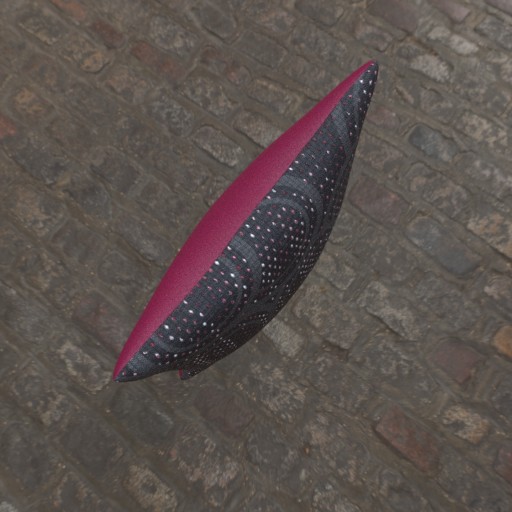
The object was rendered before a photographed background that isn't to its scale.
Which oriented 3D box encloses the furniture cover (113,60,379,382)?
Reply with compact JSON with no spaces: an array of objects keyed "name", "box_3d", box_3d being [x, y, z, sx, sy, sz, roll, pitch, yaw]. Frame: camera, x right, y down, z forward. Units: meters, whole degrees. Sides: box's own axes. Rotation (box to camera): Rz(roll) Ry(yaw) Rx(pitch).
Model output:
[{"name":"furniture cover","box_3d":[0.000,0.000,0.809,0.193,0.509,0.552,37,78,9]}]
